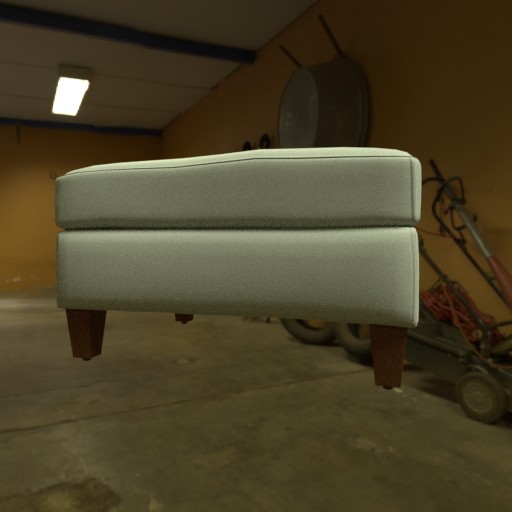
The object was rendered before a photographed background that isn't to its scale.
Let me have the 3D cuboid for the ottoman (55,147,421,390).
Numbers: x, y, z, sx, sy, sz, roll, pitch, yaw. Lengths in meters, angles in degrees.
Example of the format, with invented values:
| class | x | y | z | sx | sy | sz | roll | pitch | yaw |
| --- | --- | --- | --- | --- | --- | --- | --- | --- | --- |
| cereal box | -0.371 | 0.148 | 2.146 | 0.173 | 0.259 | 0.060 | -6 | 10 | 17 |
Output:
| class | x | y | z | sx | sy | sz | roll | pitch | yaw |
| --- | --- | --- | --- | --- | --- | --- | --- | --- | --- |
| ottoman | 0.000 | 0.000 | 1.201 | 0.818 | 0.496 | 0.634 | 0 | 2 | 18 |
